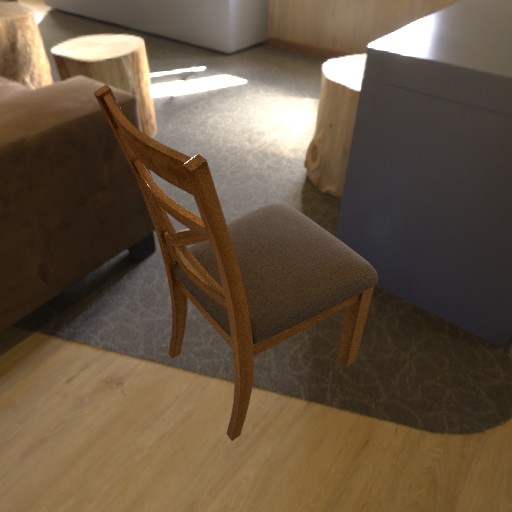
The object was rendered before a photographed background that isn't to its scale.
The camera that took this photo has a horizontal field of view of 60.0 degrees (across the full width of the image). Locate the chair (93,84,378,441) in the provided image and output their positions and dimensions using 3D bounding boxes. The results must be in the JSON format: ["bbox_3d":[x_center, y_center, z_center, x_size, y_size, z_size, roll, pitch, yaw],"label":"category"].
[{"bbox_3d":[0.000,0.000,1.247,0.581,0.949,0.470,-26,48,-27],"label":"chair"}]
